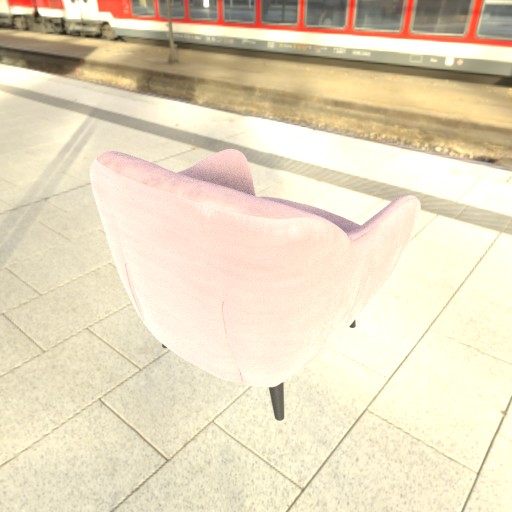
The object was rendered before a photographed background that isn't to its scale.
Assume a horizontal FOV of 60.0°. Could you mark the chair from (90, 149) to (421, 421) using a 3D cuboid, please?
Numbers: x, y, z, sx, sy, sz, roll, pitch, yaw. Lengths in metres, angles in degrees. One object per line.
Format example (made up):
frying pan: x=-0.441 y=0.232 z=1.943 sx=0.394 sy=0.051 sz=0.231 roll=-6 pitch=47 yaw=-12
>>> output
chair: x=0.000 y=0.000 z=1.544 sx=0.840 sy=0.820 sz=0.820 roll=22 pitch=38 yaw=31
